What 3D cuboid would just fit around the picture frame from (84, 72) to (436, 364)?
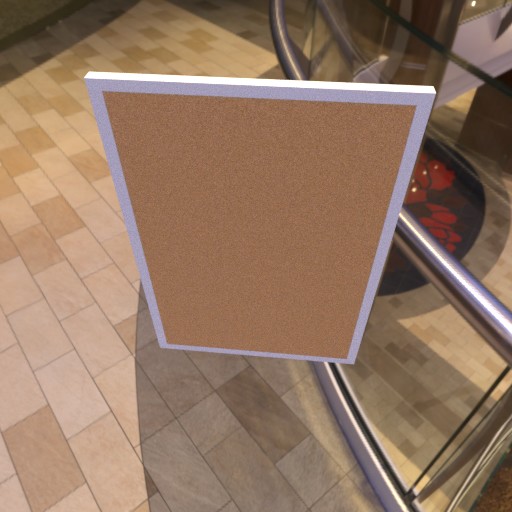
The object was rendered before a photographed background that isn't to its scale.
[{"bbox_3d":[0.000,0.000,0.542,0.305,0.434,0.013,4,46,4],"label":"picture frame"}]
